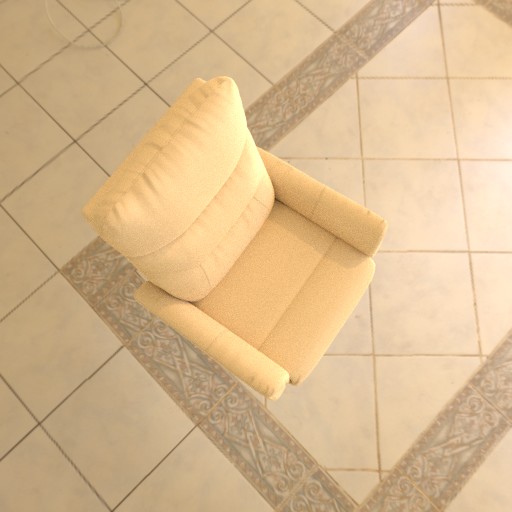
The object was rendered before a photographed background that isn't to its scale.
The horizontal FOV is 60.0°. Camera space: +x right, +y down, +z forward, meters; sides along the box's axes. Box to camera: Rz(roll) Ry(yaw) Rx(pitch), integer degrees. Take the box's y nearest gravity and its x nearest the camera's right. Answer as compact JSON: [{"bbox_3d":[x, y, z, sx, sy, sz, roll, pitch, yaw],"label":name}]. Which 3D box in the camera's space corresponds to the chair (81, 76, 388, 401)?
[{"bbox_3d":[0.000,0.000,1.615,0.831,1.082,0.775,35,78,8],"label":"chair"}]
